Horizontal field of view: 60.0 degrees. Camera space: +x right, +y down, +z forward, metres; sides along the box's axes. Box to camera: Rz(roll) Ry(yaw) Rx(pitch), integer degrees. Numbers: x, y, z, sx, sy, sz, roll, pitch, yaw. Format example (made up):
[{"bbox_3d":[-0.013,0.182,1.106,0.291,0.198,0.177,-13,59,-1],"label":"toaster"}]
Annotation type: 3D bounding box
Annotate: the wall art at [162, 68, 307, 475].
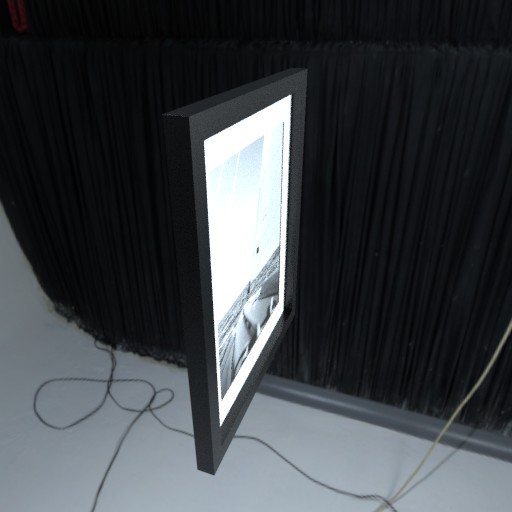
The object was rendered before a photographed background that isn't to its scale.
[{"bbox_3d":[0.000,0.000,0.768,0.031,0.558,0.461,10,30,18],"label":"wall art"}]
